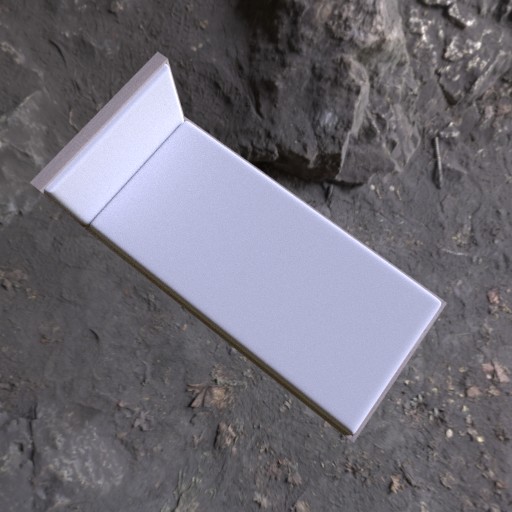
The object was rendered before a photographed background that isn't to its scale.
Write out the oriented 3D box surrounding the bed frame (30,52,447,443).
[{"bbox_3d":[0.000,0.000,2.628,2.140,0.920,0.990,37,78,9],"label":"bed frame"}]
